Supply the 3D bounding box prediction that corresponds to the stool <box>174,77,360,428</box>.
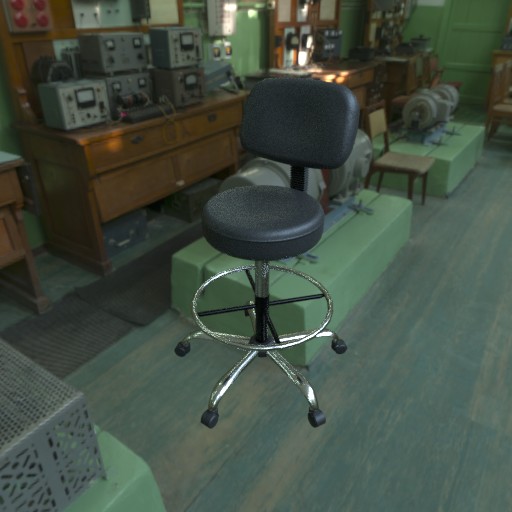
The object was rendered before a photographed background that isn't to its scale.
[{"bbox_3d":[0.000,0.000,1.511,0.694,1.069,0.658,18,34,28],"label":"stool"}]
